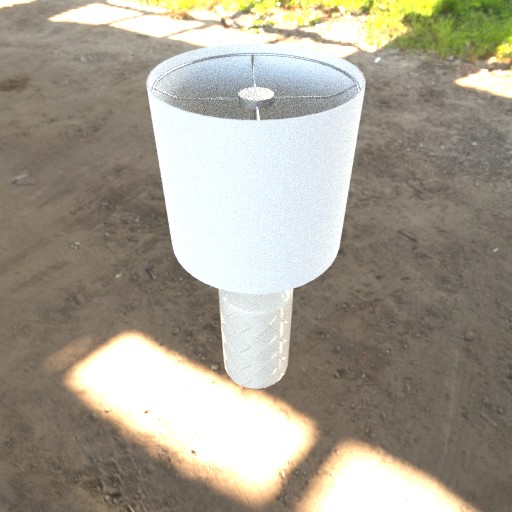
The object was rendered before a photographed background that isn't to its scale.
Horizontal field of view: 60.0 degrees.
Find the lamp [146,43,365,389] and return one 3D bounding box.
[{"bbox_3d":[0.000,0.000,0.576,0.207,0.461,0.207,-2,41,-2],"label":"lamp"}]
